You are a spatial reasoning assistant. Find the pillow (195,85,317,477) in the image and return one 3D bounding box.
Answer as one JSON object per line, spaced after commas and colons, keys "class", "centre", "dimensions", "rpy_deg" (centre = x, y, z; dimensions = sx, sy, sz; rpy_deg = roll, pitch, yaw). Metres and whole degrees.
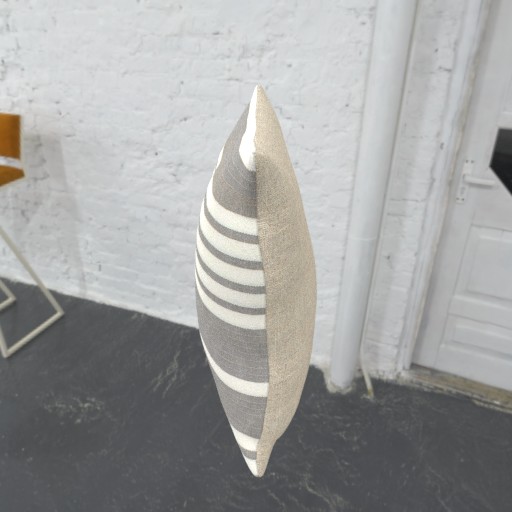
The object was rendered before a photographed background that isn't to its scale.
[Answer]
{"class": "pillow", "centre": [0.000, 0.000, 0.671], "dimensions": [0.182, 0.440, 0.439], "rpy_deg": [1, 28, 1]}
